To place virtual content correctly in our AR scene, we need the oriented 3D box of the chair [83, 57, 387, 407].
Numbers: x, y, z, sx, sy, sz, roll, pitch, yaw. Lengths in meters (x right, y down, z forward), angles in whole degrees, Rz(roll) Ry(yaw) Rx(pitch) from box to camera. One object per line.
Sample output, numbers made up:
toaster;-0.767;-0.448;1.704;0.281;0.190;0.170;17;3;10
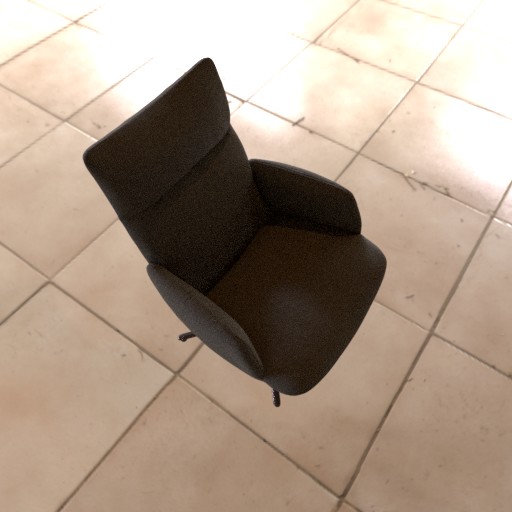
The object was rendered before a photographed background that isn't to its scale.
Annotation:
chair;0.000;0.000;1.540;0.831;0.984;0.702;30;62;18
